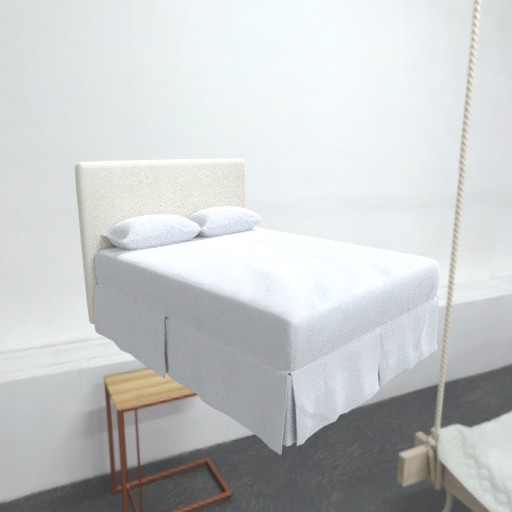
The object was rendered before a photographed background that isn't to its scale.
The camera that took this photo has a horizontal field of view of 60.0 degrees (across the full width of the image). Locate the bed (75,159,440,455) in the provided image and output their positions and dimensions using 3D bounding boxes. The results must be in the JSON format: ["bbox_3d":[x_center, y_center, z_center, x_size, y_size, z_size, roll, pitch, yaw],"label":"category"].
[{"bbox_3d":[0.000,0.000,3.209,1.713,1.330,2.142,-13,19,-43],"label":"bed"}]
